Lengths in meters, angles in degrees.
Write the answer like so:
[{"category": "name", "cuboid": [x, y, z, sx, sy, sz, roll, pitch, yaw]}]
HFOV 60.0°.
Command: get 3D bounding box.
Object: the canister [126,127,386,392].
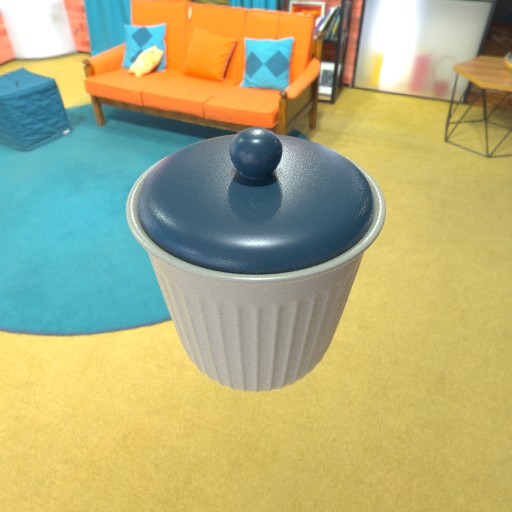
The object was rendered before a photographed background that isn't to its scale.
[{"category": "canister", "cuboid": [0.000, 0.000, 0.353, 0.181, 0.211, 0.181, 0, 40, 0]}]
